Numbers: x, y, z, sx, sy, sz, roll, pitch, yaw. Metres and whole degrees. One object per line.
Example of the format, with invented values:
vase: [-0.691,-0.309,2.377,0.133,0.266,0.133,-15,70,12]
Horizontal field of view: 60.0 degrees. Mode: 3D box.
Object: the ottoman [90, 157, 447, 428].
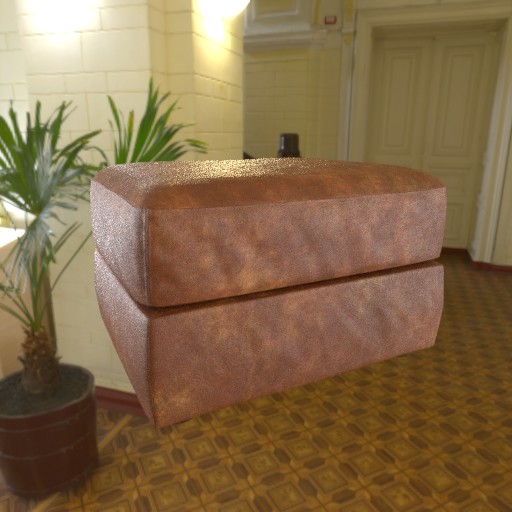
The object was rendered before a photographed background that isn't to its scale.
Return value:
ottoman: [0.000,0.000,1.142,0.751,0.476,0.603,-8,17,-26]
